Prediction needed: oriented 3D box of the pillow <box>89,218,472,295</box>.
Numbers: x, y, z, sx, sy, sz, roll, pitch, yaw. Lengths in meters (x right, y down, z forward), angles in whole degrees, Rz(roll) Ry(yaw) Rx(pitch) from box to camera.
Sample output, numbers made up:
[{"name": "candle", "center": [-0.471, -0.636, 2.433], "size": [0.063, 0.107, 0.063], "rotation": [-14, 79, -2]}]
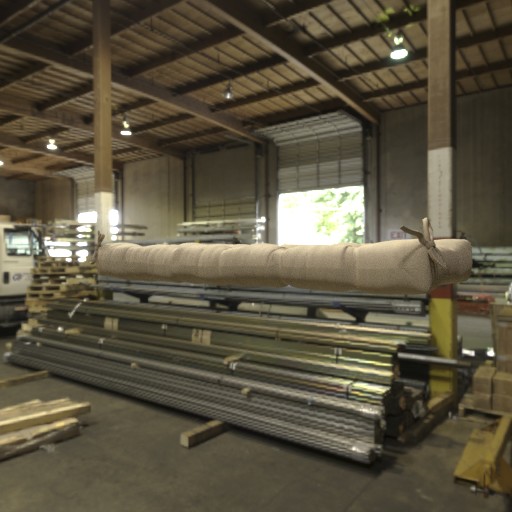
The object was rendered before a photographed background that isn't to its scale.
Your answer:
[{"name": "pillow", "center": [0.000, 0.000, 1.363], "size": [1.194, 0.174, 0.511], "rotation": [0, 1, 36]}]
